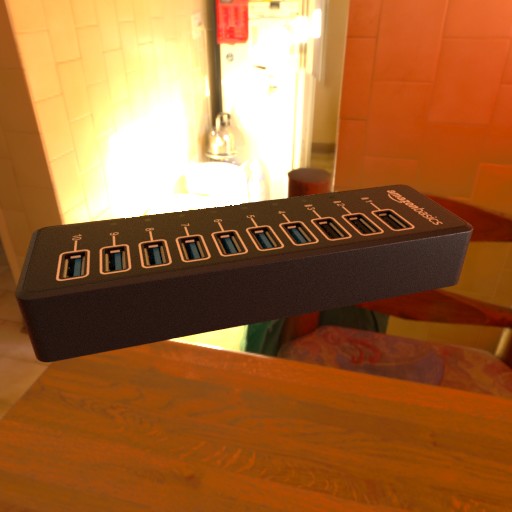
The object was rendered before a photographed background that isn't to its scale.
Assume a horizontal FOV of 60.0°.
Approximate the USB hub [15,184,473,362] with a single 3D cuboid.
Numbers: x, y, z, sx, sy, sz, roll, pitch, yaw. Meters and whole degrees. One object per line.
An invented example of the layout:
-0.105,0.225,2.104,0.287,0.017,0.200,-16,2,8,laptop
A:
0.000,0.000,0.156,0.145,0.023,0.044,-9,32,-14,USB hub
